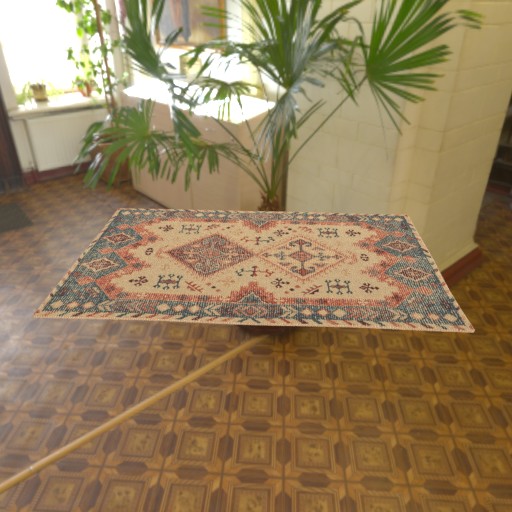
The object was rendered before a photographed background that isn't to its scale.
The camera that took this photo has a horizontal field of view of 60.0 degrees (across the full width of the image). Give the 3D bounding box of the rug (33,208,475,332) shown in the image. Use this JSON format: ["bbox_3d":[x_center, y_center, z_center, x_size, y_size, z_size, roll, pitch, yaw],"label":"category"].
[{"bbox_3d":[0.000,0.000,3.110,2.464,0.023,1.521,2,30,3],"label":"rug"}]
